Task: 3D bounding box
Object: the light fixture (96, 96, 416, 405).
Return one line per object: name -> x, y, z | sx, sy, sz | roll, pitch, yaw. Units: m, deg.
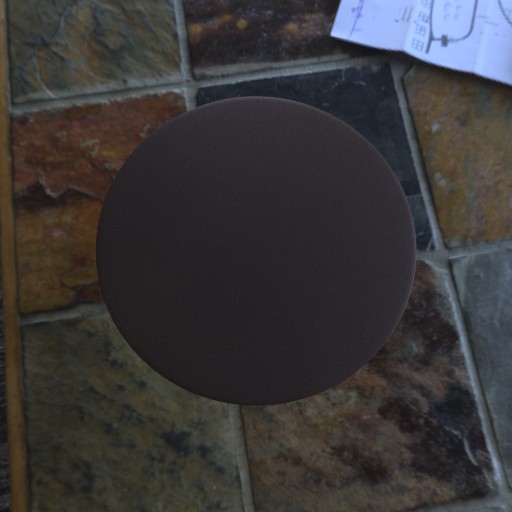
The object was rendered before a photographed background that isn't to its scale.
light fixture -> 0.000, 0.000, 0.452 | 0.280, 0.135, 0.280 | 0, 76, 0
